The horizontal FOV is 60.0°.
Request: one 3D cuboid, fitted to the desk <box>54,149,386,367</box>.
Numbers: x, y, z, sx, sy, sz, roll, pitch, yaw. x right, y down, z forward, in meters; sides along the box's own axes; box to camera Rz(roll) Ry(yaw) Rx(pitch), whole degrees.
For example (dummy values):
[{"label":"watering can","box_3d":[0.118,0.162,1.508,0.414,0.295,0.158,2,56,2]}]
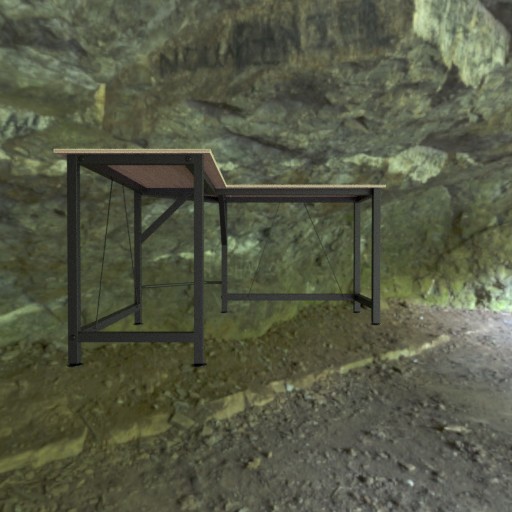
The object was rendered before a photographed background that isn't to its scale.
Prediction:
[{"label":"desk","box_3d":[0.000,0.000,2.239,1.400,0.762,1.400,0,1,0]}]
